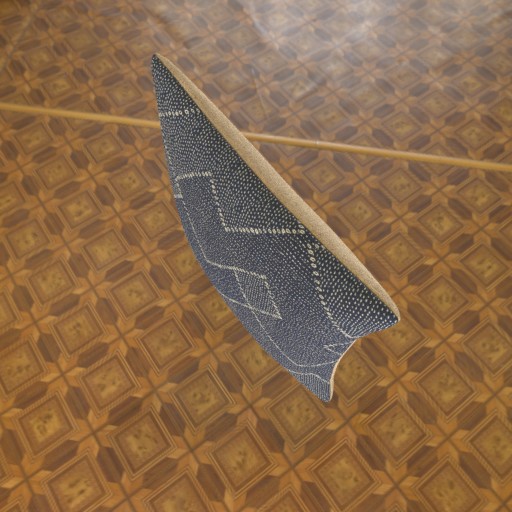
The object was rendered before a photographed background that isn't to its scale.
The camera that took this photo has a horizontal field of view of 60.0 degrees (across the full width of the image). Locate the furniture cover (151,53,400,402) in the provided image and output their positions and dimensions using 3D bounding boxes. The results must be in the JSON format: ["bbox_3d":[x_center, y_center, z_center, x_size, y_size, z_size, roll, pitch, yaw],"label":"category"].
[{"bbox_3d":[0.000,0.000,0.775,0.162,0.503,0.511,-33,68,-15],"label":"furniture cover"}]
